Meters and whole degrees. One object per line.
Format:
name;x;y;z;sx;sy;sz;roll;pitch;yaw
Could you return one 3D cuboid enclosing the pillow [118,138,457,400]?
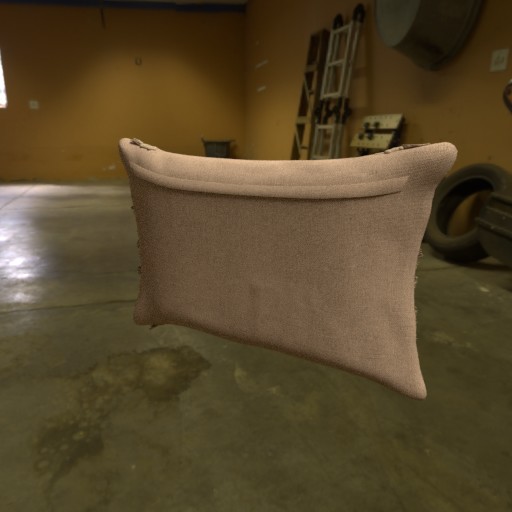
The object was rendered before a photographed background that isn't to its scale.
pillow;0.000;0.000;0.596;0.466;0.305;0.084;8;17;27
